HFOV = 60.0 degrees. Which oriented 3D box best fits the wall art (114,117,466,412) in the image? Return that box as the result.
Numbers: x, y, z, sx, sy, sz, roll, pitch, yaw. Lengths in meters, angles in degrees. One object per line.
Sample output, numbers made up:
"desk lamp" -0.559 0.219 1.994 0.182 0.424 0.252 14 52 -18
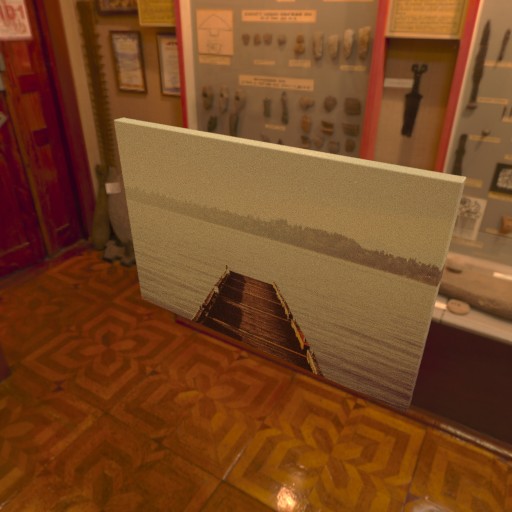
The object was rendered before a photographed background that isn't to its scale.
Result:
"wall art" 0.000 0.000 1.185 0.916 0.609 0.037 18 34 28
